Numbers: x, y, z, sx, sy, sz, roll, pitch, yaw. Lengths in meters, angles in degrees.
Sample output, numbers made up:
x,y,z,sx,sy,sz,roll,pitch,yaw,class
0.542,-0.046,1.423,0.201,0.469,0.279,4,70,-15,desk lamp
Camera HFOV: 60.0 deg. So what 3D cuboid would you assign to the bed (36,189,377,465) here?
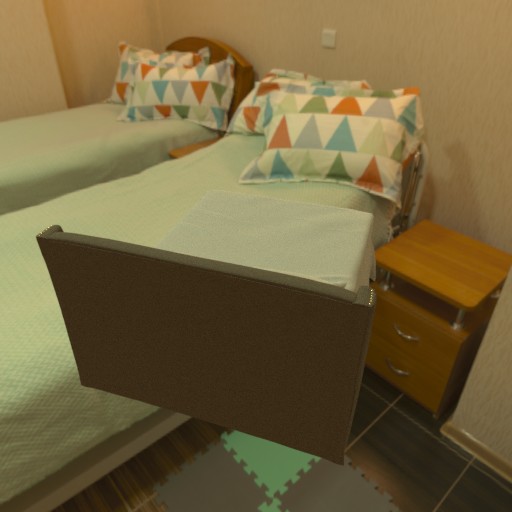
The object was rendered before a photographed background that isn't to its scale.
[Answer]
x,y,z,sx,sy,sz,roll,pitch,yaw,class
0.000,0.000,3.505,1.925,1.332,2.276,11,35,16,bed
